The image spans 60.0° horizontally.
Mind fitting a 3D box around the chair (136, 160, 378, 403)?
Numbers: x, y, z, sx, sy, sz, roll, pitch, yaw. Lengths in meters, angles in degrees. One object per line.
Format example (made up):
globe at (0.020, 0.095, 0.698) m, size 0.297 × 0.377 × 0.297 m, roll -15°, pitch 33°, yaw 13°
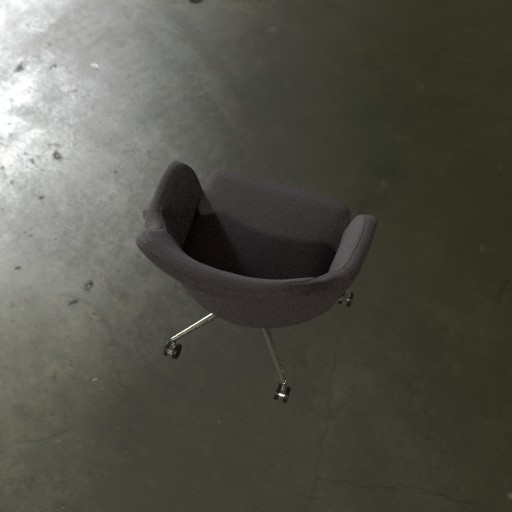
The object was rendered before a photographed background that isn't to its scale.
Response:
chair at (0.000, 0.000, 1.276) m, size 0.655 × 0.820 × 0.600 m, roll 17°, pitch 65°, yaw 8°
